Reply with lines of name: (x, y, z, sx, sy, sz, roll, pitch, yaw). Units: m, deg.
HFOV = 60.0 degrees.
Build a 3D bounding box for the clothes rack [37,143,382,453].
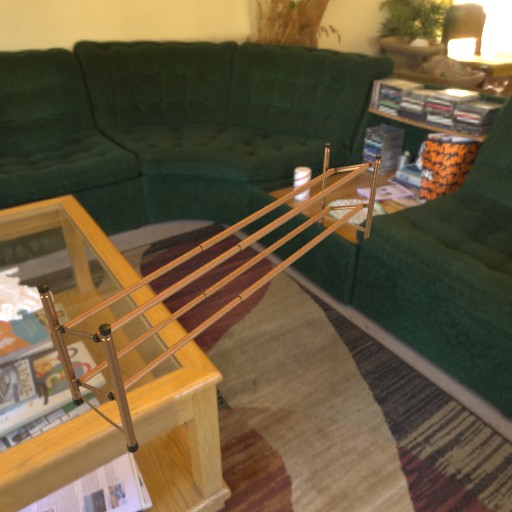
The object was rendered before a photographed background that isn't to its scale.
clothes rack: (0.000, 0.000, 1.316, 0.229, 0.349, 1.168, 22, 38, 31)
